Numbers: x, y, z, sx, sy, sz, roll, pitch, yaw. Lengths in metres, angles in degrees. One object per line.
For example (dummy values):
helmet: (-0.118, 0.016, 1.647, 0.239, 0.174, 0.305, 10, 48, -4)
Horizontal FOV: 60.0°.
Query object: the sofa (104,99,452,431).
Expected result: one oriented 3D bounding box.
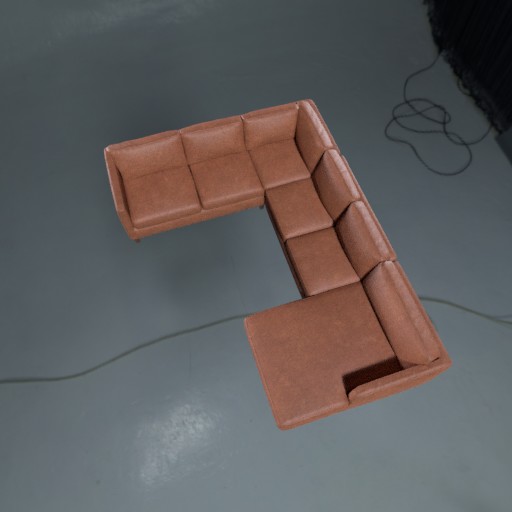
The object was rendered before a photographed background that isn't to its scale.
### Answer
sofa: (0.000, 0.000, 4.708, 2.593, 0.923, 3.460, -16, 64, -8)
